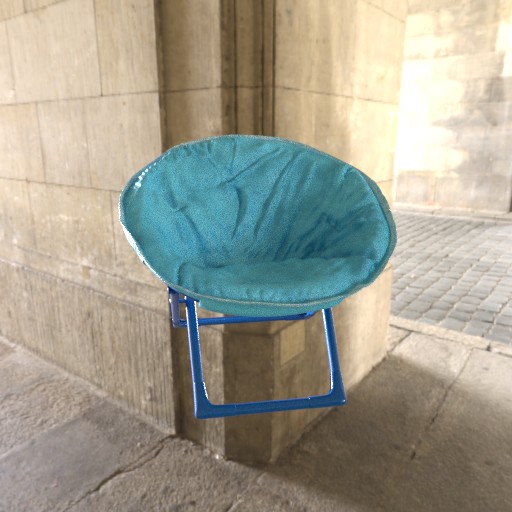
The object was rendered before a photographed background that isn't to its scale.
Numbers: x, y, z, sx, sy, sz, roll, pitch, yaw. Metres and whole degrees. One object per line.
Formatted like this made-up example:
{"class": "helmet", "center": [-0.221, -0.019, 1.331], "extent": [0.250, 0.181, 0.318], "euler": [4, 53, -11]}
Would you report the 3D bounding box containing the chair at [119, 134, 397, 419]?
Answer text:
{"class": "chair", "center": [0.000, 0.000, 0.902], "extent": [0.520, 0.478, 0.465], "euler": [-2, 15, -9]}
